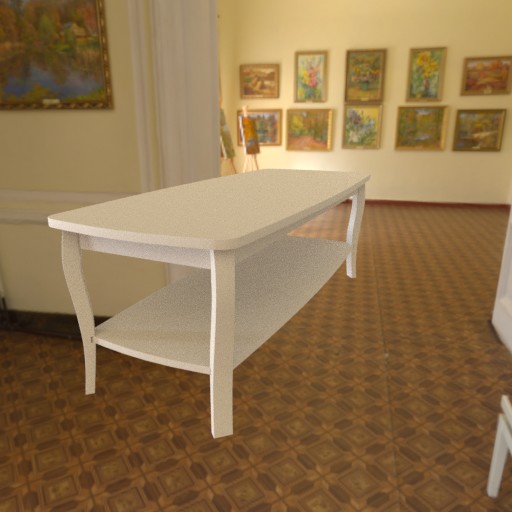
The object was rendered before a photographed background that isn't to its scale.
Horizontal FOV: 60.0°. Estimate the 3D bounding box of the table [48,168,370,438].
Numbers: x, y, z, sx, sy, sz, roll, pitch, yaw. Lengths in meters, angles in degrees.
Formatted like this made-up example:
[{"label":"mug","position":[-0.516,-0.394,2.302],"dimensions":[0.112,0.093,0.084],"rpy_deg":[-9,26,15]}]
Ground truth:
[{"label":"table","position":[0.000,0.000,1.563],"dimensions":[0.561,0.474,1.334],"rpy_deg":[8,18,24]}]
